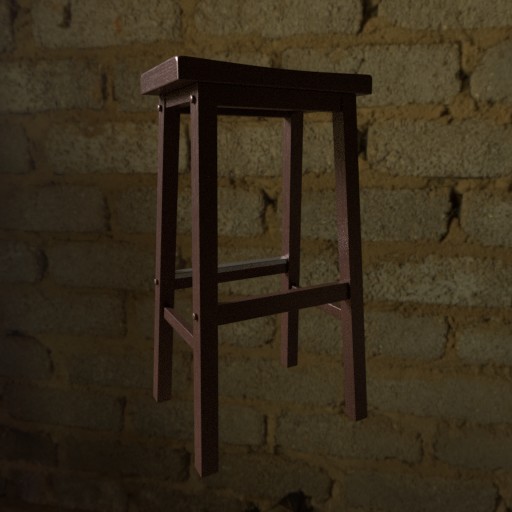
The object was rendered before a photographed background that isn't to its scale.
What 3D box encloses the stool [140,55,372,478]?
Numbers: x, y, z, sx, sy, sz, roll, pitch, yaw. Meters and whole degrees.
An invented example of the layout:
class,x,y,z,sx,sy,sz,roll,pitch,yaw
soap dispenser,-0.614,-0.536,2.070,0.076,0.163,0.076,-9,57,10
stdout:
class,x,y,z,sx,sy,sz,roll,pitch,yaw
stool,0.000,0.000,0.970,0.406,0.742,0.322,-7,15,-28
